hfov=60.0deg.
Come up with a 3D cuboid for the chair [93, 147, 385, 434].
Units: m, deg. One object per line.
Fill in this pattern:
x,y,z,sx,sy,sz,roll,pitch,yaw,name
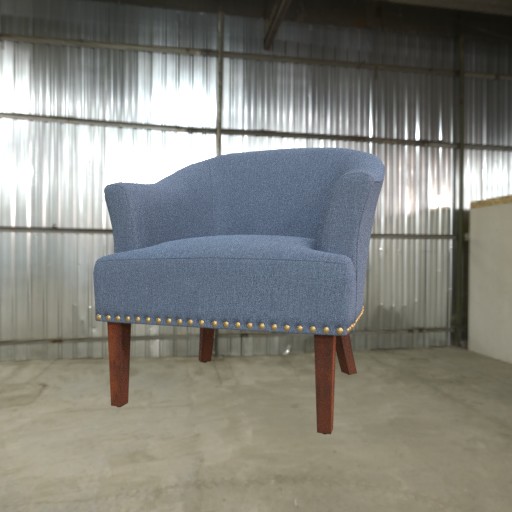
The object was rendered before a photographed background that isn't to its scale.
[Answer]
0.000,0.000,1.392,0.772,0.815,0.704,0,1,18,chair
